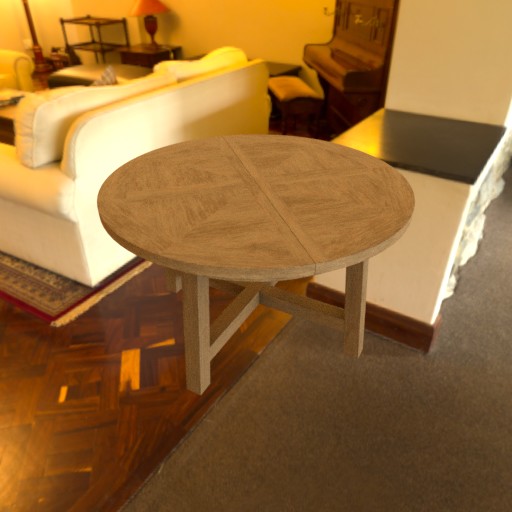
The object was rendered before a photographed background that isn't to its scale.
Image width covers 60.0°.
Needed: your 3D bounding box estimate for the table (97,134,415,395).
[{"bbox_3d":[0.000,0.000,2.126,1.319,0.762,1.319,0,33,0],"label":"table"}]
